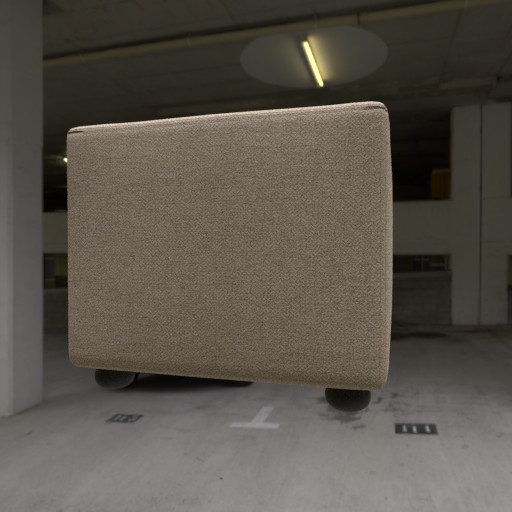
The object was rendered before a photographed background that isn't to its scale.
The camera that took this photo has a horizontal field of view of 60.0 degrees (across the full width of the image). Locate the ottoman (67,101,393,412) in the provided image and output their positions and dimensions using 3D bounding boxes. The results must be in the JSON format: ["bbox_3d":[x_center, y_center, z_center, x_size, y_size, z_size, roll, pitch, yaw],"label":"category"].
[{"bbox_3d":[0.000,0.000,0.870,0.508,0.432,0.508,0,1,16],"label":"ottoman"}]
